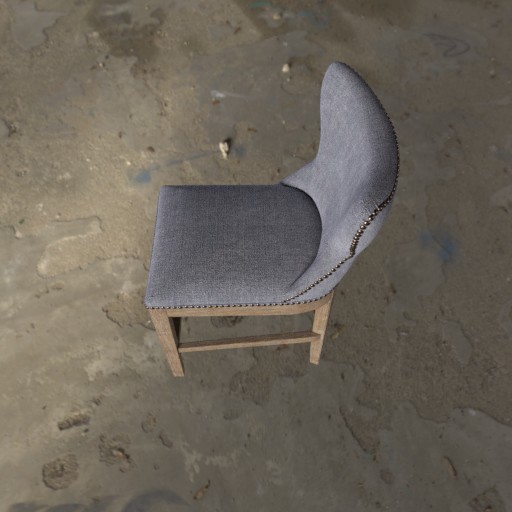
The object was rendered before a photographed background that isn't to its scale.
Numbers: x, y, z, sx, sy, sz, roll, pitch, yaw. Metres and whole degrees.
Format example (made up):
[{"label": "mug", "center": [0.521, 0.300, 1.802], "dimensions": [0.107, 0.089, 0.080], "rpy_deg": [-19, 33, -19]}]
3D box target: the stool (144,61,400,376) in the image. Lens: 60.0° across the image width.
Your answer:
[{"label": "stool", "center": [0.000, 0.000, 1.332], "dimensions": [0.608, 0.981, 0.498], "rpy_deg": [-1, 56, -1]}]
